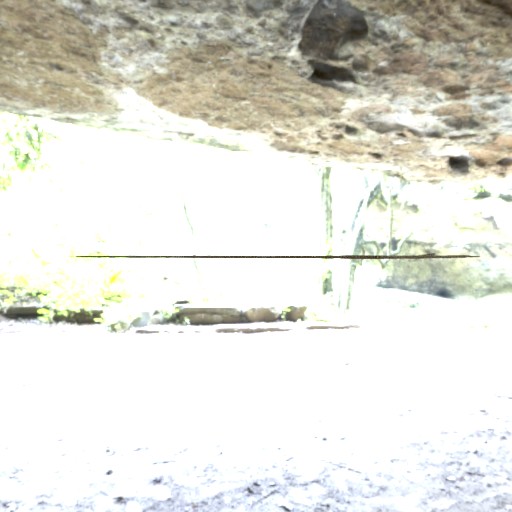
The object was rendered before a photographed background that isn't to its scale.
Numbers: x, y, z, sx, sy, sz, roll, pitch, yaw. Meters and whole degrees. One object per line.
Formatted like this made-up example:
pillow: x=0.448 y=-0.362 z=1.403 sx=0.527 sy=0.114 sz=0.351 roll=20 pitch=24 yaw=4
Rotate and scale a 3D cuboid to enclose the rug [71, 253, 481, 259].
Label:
rug: x=0.000 y=0.000 z=2.026 sx=1.718 sy=0.017 sz=0.905 roll=0 pitch=0 yaw=36
